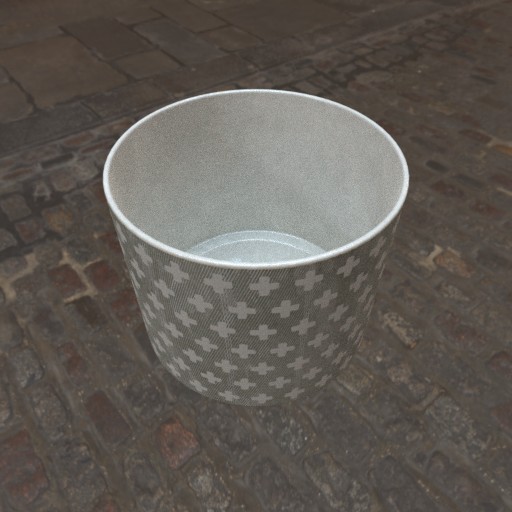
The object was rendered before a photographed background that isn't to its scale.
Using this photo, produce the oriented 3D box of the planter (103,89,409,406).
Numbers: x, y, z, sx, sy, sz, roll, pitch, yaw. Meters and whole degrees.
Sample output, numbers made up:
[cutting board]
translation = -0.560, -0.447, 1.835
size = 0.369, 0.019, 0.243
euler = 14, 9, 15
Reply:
[planter]
translation = 0.000, 0.000, 0.457
size = 0.250, 0.239, 0.250
euler = 0, 46, 0
